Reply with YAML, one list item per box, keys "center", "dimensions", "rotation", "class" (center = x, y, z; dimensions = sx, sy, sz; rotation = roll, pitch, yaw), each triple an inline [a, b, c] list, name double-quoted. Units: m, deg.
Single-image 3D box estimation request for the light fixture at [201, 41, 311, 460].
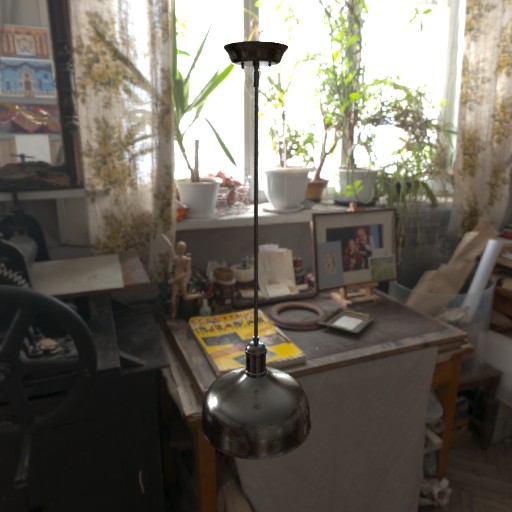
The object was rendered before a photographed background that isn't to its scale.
- center: [0.000, 0.000, 1.083]
  dimensions: [0.299, 0.935, 0.299]
  rotation: [8, 18, 27]
  class: "light fixture"
